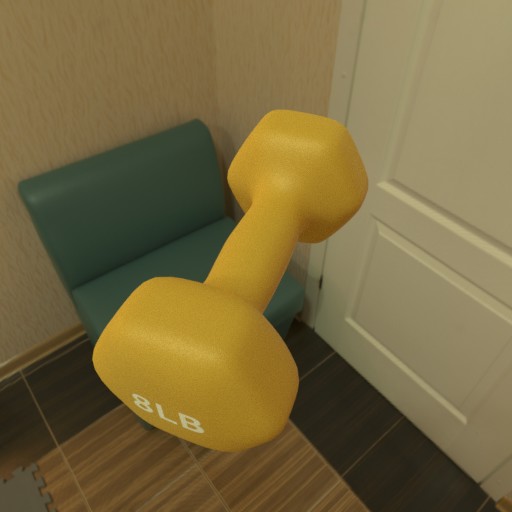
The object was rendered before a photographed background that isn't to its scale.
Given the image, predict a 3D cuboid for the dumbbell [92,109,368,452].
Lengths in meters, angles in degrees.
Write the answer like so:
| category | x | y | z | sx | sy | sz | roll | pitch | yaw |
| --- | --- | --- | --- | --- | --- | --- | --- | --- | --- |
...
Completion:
| category | x | y | z | sx | sy | sz | roll | pitch | yaw |
| --- | --- | --- | --- | --- | --- | --- | --- | --- | --- |
| dumbbell | 0.000 | 0.000 | 0.237 | 0.090 | 0.082 | 0.190 | 16 | 48 | 15 |
